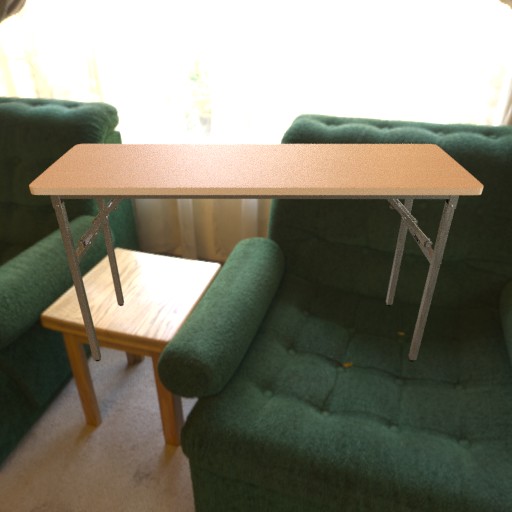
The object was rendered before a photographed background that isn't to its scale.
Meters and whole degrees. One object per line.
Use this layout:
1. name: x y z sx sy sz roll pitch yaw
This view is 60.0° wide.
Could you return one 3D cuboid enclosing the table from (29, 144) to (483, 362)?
1. table: 0.000 0.000 1.725 1.397 0.750 0.446 0 31 0
